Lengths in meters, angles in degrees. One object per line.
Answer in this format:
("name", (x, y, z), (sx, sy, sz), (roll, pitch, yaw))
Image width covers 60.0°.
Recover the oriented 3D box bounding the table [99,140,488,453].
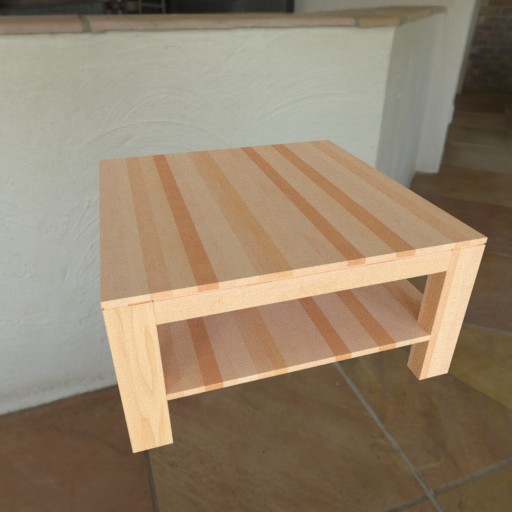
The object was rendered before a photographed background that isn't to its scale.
("table", (0.000, 0.000, 1.445), (0.900, 0.450, 0.900), (-9, 31, -15))
